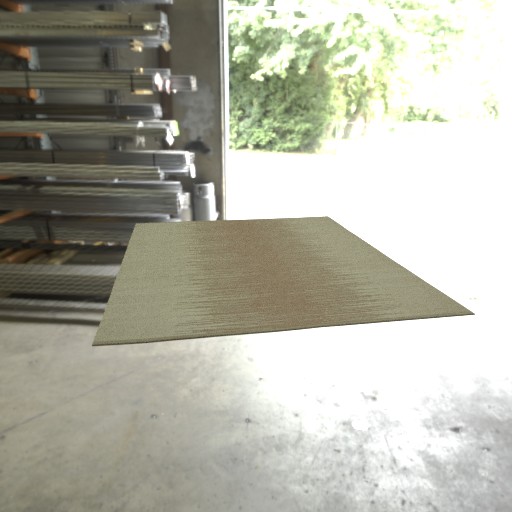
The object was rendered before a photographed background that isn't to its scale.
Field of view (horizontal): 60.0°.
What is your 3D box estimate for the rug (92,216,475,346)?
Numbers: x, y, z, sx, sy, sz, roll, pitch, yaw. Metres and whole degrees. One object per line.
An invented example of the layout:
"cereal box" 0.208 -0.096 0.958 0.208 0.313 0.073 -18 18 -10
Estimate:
"rug" 0.000 0.000 4.159 2.438 0.013 3.048 -3 18 -9
